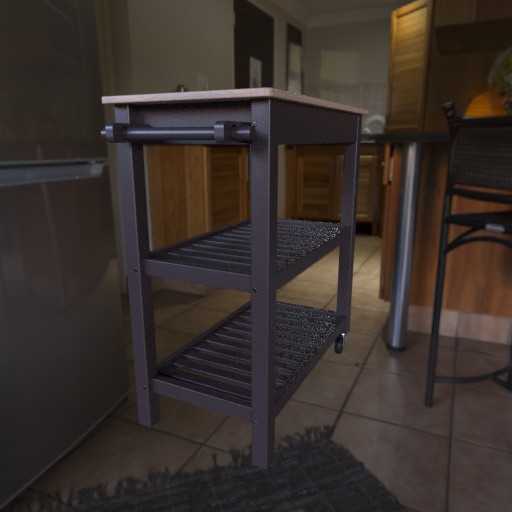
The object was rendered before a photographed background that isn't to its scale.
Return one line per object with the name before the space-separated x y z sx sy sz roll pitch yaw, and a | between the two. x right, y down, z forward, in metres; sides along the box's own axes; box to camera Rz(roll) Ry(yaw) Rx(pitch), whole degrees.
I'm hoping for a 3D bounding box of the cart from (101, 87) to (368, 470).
cart | 0.000 0.000 1.427 0.457 0.927 0.899 7 17 26
